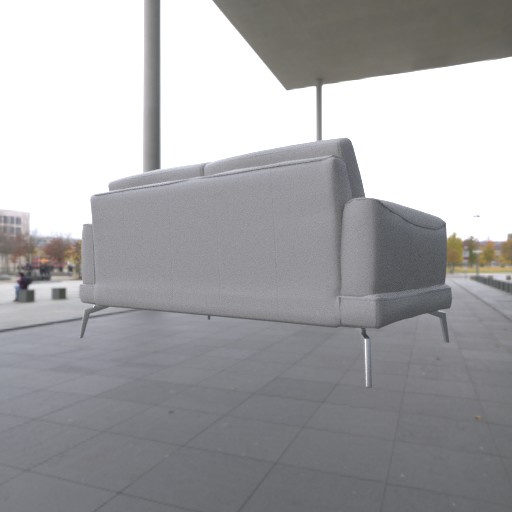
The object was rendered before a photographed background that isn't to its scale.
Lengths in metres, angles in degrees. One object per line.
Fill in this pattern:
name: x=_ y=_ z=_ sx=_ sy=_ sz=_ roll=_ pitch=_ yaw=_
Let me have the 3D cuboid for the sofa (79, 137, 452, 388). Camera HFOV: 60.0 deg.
sofa: x=0.000 y=0.000 z=2.451 sx=1.819 sy=0.930 sz=1.121 roll=-1 pitch=-1 yaw=36
